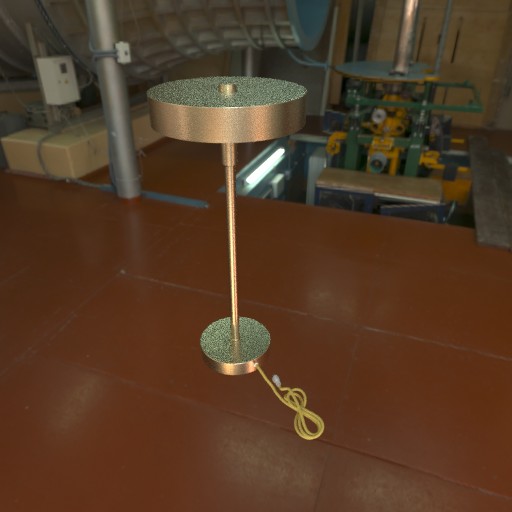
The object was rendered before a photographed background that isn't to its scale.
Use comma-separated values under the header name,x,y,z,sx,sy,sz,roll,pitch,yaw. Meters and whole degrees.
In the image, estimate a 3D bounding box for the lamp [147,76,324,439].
name,x,y,z,sx,sy,sz,roll,pitch,yaw
lamp,0.000,0.000,0.715,0.229,0.508,0.369,-20,36,-30
